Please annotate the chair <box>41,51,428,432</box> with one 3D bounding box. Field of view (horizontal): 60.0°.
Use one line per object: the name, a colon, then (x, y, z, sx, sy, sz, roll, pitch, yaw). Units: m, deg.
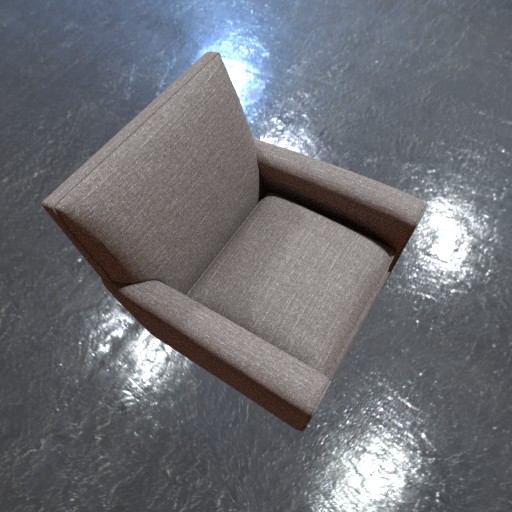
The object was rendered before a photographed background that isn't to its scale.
chair: (0.000, 0.000, 1.585, 0.875, 0.885, 0.838, 29, 64, 16)
